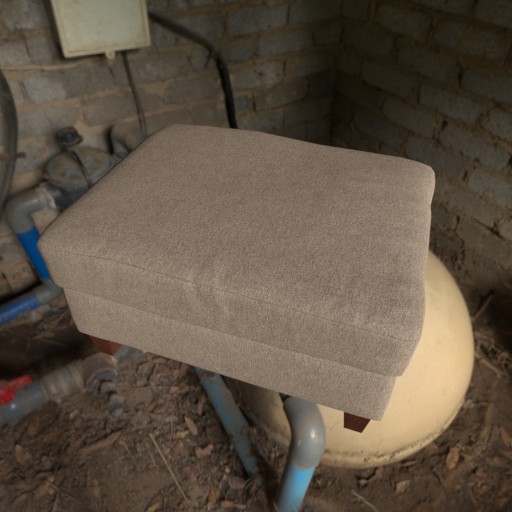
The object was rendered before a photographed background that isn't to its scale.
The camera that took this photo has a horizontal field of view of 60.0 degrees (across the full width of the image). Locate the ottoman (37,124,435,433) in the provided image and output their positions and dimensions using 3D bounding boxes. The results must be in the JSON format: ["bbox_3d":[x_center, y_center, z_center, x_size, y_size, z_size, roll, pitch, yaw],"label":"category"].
[{"bbox_3d":[0.000,0.000,1.286,0.889,0.511,0.692,13,43,14],"label":"ottoman"}]
